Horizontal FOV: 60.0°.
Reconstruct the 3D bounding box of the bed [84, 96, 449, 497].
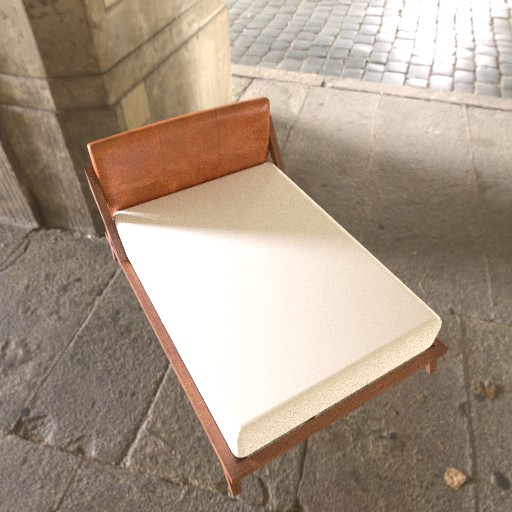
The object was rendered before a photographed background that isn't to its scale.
[{"bbox_3d":[0.000,0.000,3.179,1.651,1.168,2.311,-22,49,-21],"label":"bed"}]
